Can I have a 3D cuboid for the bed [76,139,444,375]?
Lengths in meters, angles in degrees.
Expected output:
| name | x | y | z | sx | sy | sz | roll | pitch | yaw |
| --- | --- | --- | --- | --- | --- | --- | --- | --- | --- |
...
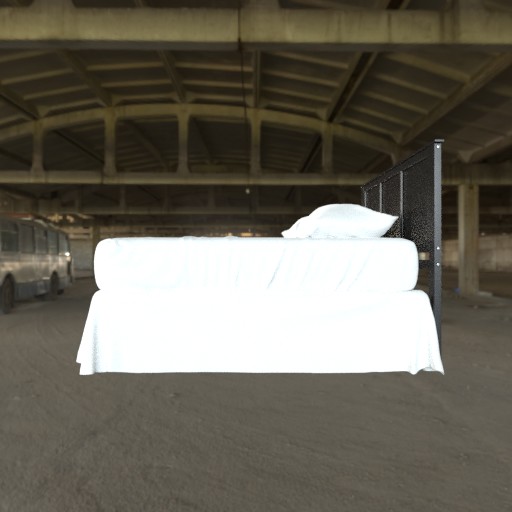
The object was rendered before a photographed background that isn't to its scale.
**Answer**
| name | x | y | z | sx | sy | sz | roll | pitch | yaw |
| --- | --- | --- | --- | --- | --- | --- | --- | --- | --- |
| bed | 0.000 | 0.000 | 3.220 | 2.050 | 1.270 | 1.870 | 0 | 0 | -1 |
